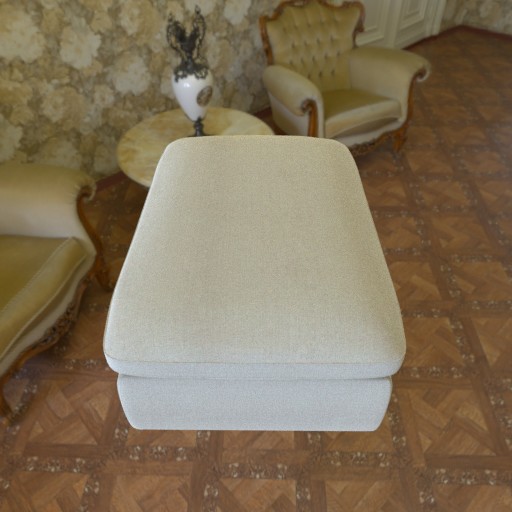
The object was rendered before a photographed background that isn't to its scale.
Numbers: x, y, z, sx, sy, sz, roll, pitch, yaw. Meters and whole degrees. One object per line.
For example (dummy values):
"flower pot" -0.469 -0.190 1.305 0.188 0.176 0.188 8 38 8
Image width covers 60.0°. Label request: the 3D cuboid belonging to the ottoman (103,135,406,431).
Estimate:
"ottoman" 0.000 0.000 1.388 0.686 0.453 0.984 0 42 0
